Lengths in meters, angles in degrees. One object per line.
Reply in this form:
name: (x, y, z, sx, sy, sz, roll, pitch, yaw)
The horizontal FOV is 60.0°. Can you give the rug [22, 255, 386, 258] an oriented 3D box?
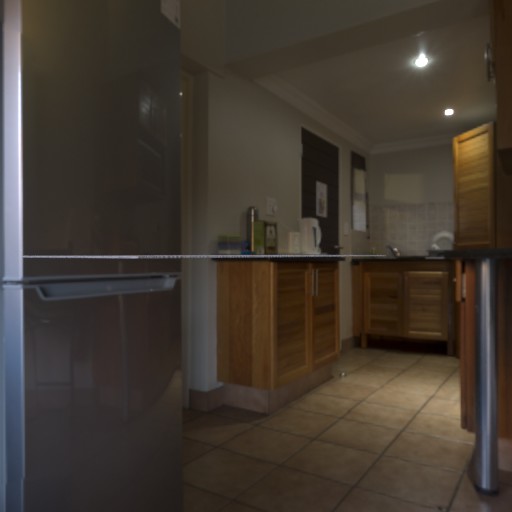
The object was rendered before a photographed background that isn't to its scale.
rug: (0.000, 0.000, 2.688, 0.766, 0.008, 2.432, 0, 0, 35)
